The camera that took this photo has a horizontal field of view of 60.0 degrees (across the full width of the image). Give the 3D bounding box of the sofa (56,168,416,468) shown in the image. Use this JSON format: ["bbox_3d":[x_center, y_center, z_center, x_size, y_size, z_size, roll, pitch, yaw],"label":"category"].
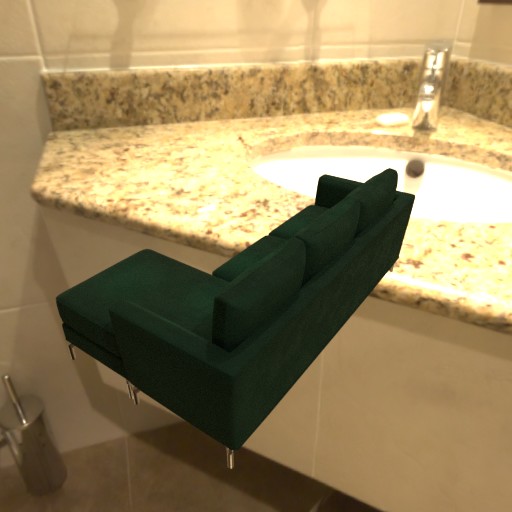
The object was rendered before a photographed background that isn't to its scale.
[{"bbox_3d":[0.000,0.000,3.254,1.489,1.007,2.441,20,36,30],"label":"sofa"}]
